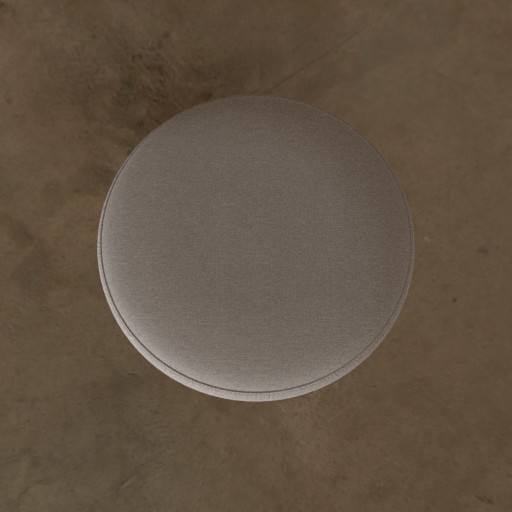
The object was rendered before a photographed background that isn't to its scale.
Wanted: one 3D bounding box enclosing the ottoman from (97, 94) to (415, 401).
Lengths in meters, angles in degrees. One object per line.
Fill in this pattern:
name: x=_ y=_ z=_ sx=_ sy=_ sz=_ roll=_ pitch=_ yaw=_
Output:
ottoman: x=0.000 y=0.000 z=1.002 sx=0.608 sy=0.433 sz=0.608 roll=0 pitch=76 yaw=0
